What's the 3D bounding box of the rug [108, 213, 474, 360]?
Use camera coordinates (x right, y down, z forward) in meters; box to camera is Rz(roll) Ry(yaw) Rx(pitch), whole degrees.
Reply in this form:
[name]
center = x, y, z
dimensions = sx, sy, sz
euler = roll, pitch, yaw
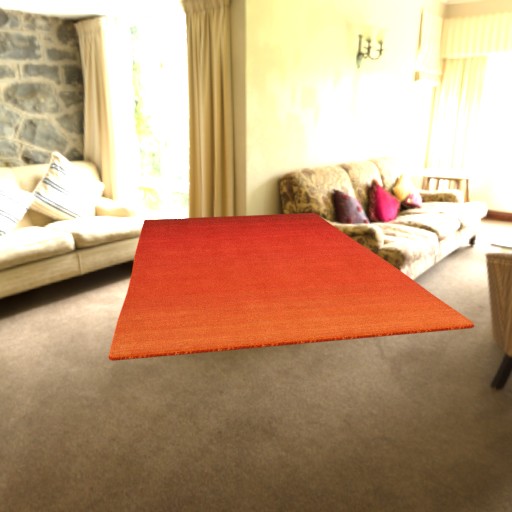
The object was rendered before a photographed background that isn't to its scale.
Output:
[rug]
center = 0.000, 0.000, 2.282
dimensions = 1.230, 0.018, 1.835
euler = -3, 18, -10
